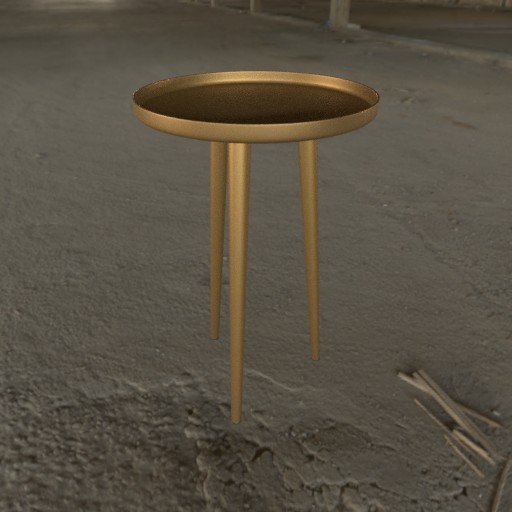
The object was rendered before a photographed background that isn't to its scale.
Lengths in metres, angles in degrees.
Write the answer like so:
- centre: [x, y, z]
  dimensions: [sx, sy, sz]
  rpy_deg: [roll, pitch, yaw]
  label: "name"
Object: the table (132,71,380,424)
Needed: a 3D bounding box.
- centre: [0.000, 0.000, 0.675]
  dimensions: [0.299, 0.480, 0.299]
  rpy_deg: [-9, 33, -14]
  label: "table"
